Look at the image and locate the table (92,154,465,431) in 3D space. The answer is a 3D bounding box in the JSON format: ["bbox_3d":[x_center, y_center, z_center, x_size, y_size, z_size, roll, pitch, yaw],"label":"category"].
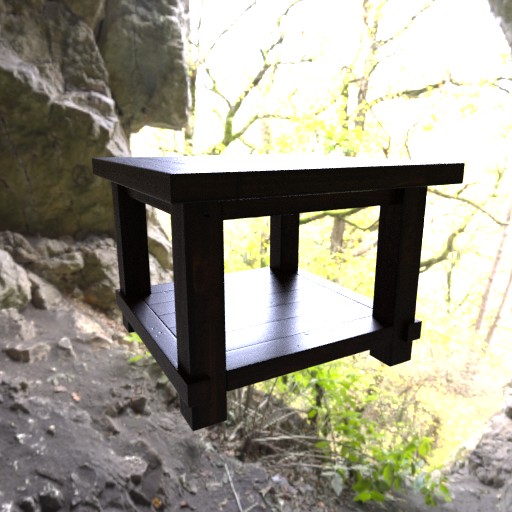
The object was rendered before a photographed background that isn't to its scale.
[{"bbox_3d":[0.000,0.000,1.030,0.593,0.437,0.606,-8,17,-28],"label":"table"}]
